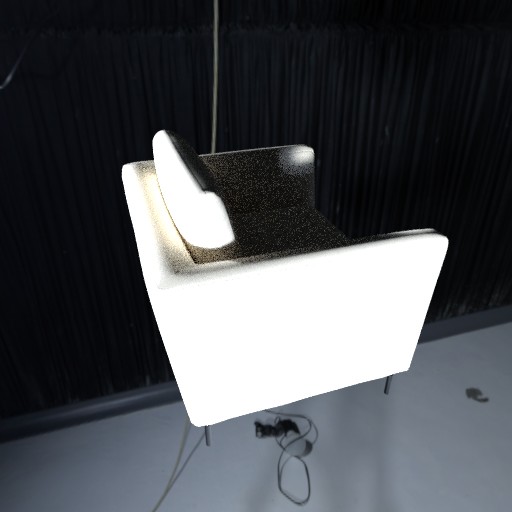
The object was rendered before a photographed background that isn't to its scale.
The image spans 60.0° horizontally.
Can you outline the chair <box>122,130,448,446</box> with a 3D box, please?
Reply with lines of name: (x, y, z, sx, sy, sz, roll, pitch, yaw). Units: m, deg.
chair: (0.000, 0.000, 1.739, 0.889, 0.865, 1.041, -10, 32, -16)
